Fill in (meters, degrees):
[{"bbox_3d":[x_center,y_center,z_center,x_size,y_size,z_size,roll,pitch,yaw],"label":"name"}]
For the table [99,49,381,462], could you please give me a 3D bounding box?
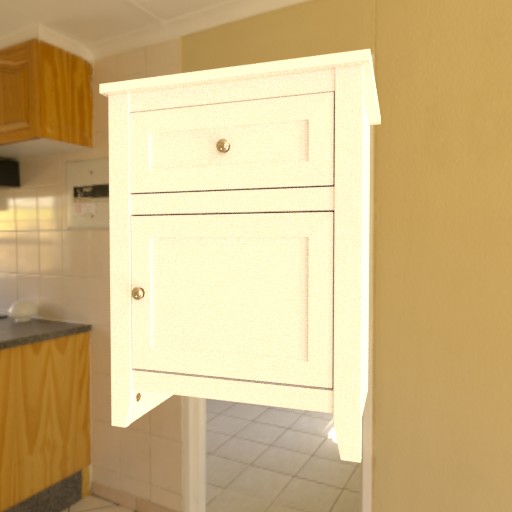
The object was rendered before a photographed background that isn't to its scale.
[{"bbox_3d":[0.000,0.000,0.924,0.480,0.635,0.381,1,2,18],"label":"table"}]
